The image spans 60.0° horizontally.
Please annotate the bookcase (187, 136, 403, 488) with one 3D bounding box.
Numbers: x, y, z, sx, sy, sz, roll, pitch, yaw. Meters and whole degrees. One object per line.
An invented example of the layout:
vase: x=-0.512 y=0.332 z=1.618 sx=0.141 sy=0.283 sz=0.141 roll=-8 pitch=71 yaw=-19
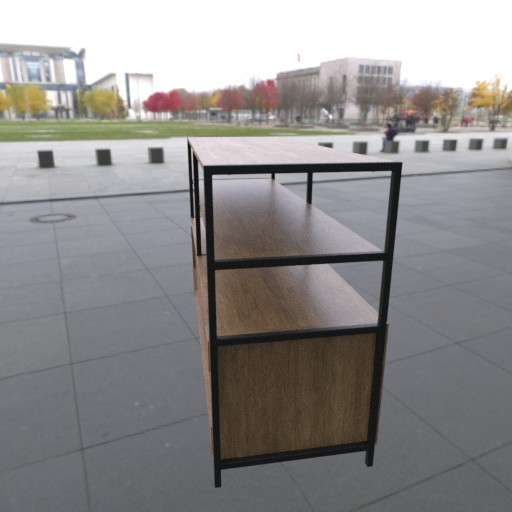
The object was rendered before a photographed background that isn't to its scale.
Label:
bookcase: x=0.000 y=0.000 z=1.456 sx=0.391 sy=0.712 sz=1.149 roll=-3 pitch=18 yaw=-9
